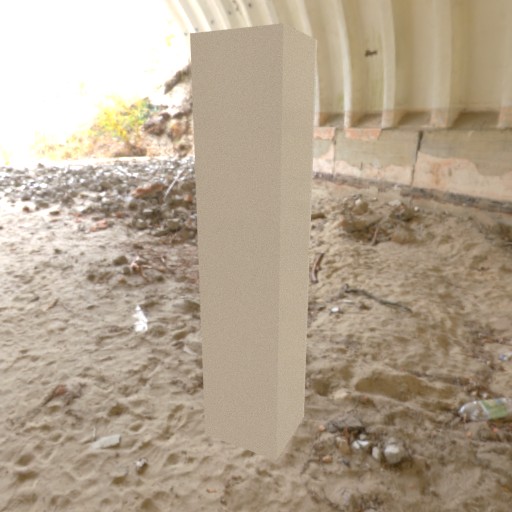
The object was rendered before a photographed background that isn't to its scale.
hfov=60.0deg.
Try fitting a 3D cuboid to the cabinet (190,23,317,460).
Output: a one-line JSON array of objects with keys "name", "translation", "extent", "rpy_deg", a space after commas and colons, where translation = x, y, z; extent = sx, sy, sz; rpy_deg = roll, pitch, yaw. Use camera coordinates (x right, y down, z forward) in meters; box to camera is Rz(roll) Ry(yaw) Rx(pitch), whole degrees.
[{"name": "cabinet", "translation": [0.000, 0.000, 1.555], "extent": [0.300, 1.400, 0.270], "rpy_deg": [8, 18, 26]}]
